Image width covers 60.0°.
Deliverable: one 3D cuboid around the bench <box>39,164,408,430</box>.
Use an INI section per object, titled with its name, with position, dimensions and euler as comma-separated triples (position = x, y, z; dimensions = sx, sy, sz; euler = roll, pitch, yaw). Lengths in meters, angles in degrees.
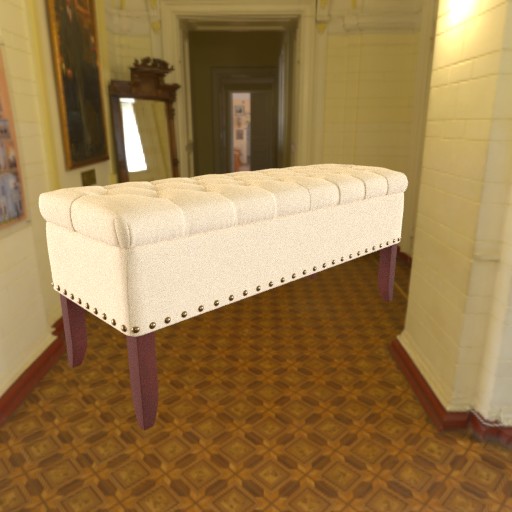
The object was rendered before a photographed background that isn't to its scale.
[bench]
position = 0.000, 0.000, 1.303
dimensions = 1.054, 0.470, 0.400
euler = -16, 22, -43
